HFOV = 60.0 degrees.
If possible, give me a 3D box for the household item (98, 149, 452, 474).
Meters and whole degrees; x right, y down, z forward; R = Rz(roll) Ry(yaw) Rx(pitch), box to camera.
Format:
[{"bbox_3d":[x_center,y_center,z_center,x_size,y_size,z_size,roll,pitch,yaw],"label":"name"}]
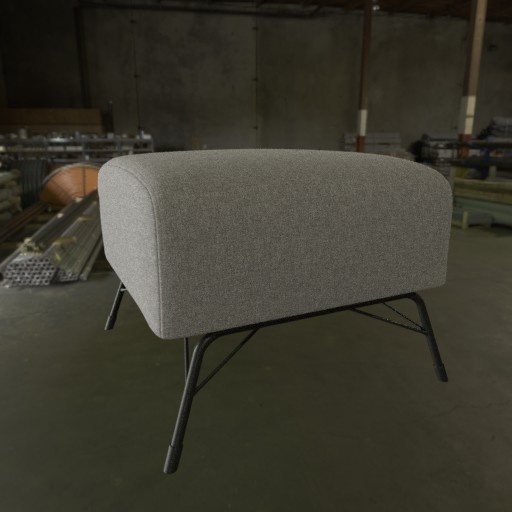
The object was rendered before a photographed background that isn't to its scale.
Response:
[{"bbox_3d":[0.000,0.000,0.873,0.530,0.410,0.530,-7,16,-26],"label":"household item"}]
